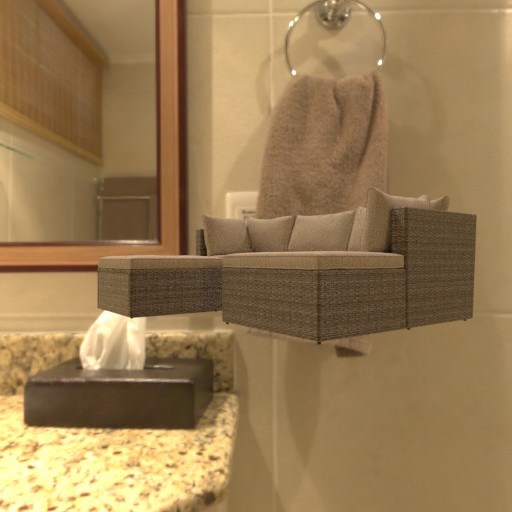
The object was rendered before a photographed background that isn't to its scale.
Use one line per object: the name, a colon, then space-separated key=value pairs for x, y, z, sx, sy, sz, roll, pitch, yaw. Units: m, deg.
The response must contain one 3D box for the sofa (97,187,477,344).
sofa: x=0.000 y=0.000 z=3.028 sx=1.662 sy=0.766 sz=2.192 roll=0 pitch=0 yaw=-36
